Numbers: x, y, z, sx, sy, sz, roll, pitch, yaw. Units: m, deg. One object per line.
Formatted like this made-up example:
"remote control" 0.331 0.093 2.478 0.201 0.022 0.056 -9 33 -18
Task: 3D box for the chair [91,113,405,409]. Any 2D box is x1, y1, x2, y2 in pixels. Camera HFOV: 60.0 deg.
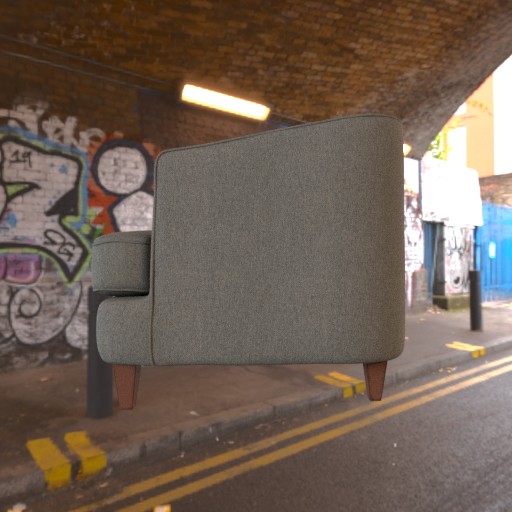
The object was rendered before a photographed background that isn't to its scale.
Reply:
"chair" 0.000 0.000 1.704 0.945 0.852 1.094 0 -1 1
